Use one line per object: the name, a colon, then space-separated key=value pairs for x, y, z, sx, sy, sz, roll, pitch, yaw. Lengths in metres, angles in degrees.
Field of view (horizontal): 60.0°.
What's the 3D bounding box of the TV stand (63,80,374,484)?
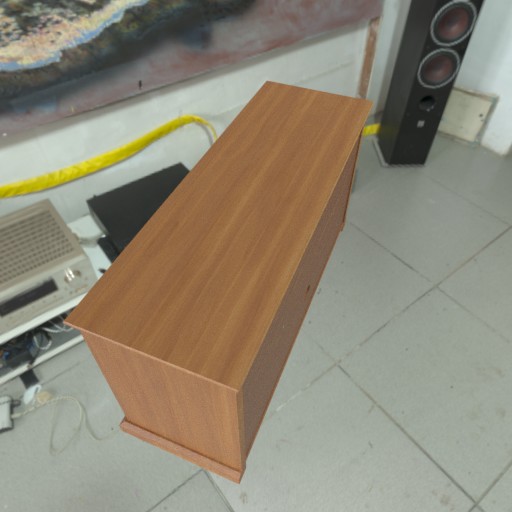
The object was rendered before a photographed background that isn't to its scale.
TV stand: x=0.000 y=0.000 z=1.477 sx=0.417 sy=0.607 sz=1.181 roll=17 pitch=50 yaw=15
